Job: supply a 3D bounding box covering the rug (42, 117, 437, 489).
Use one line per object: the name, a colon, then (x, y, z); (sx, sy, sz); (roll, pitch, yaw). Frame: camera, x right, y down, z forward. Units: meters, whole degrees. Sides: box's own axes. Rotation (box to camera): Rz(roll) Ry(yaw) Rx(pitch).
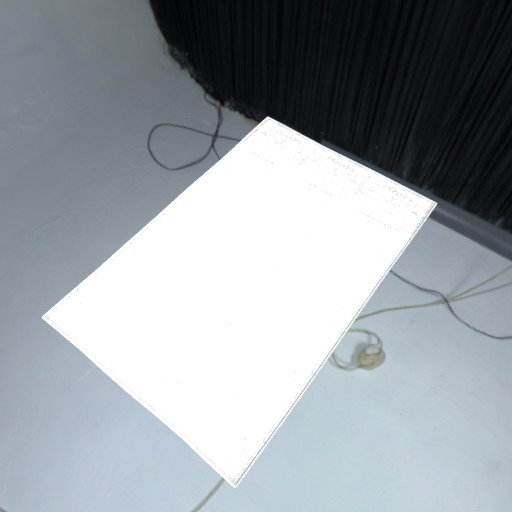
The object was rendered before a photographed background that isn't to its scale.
rug: (0.000, 0.000, 3.509); (1.819, 0.018, 2.746); (33, 63, 19)
